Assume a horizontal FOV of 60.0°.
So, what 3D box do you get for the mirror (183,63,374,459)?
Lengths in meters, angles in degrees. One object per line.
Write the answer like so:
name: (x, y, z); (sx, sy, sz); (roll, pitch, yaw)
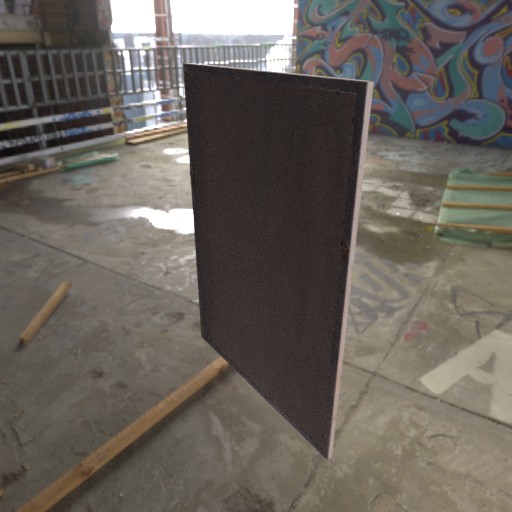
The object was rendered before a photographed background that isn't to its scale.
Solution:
mirror: (0.000, 0.000, 1.284); (0.025, 0.996, 0.705); (-18, 32, -32)
